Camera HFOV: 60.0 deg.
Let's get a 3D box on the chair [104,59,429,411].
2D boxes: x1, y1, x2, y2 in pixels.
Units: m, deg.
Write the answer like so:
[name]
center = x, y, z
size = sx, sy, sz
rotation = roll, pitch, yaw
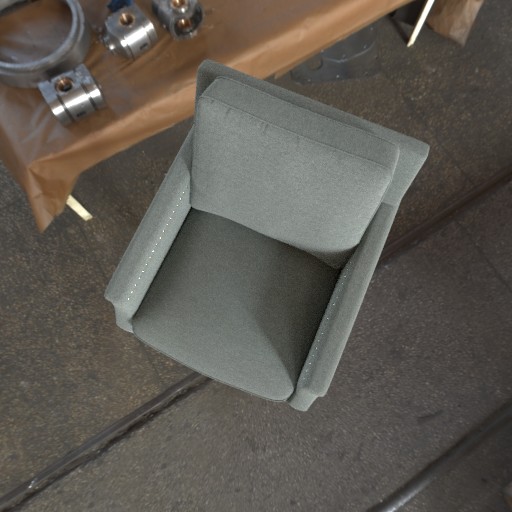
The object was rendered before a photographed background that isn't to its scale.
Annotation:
[chair]
center = 0.000, 0.000, 1.822
size = 0.885, 1.031, 1.031
rotation = 23, 77, 6
